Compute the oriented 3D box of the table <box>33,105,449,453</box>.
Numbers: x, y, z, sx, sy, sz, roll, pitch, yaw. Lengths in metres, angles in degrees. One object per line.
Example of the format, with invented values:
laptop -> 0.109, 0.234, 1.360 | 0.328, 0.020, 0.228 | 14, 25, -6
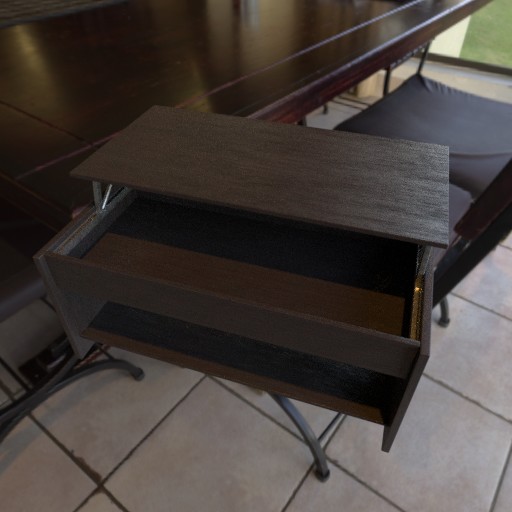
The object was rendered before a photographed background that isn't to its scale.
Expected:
table -> 0.000, 0.000, 1.397 | 1.000, 0.570, 0.712 | 12, 43, 14
